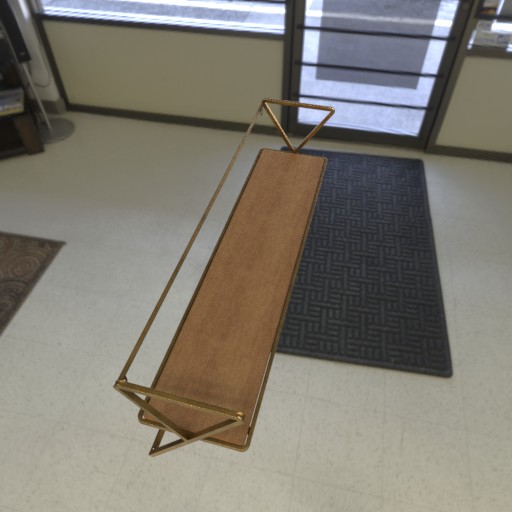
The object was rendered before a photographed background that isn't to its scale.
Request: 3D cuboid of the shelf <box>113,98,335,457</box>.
[{"bbox_3d":[0.000,0.000,0.759,0.150,0.229,0.645,11,49,10],"label":"shelf"}]
